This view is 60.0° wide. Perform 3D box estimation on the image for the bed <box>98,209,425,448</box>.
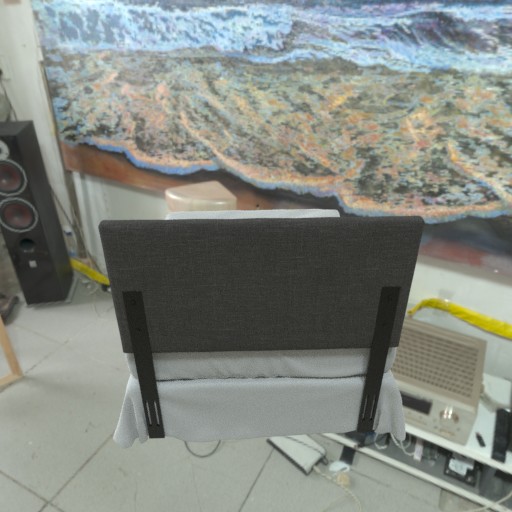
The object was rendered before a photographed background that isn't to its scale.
[{"bbox_3d":[0.000,0.000,3.452,1.936,1.577,2.222,-1,30,-2],"label":"bed"}]
